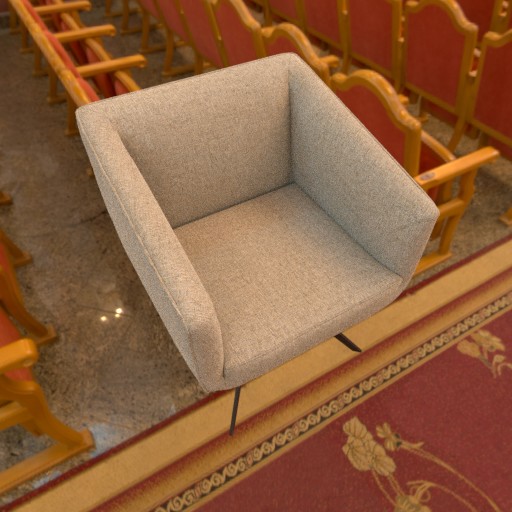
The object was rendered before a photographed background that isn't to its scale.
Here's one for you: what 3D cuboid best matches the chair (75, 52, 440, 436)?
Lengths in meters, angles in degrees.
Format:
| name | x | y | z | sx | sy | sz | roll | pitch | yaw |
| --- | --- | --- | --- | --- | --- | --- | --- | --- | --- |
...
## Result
| name | x | y | z | sx | sy | sz | roll | pitch | yaw |
| --- | --- | --- | --- | --- | --- | --- | --- | --- | --- |
| chair | 0.000 | 0.000 | 1.216 | 0.628 | 0.760 | 0.623 | -24 | 52 | -20 |
